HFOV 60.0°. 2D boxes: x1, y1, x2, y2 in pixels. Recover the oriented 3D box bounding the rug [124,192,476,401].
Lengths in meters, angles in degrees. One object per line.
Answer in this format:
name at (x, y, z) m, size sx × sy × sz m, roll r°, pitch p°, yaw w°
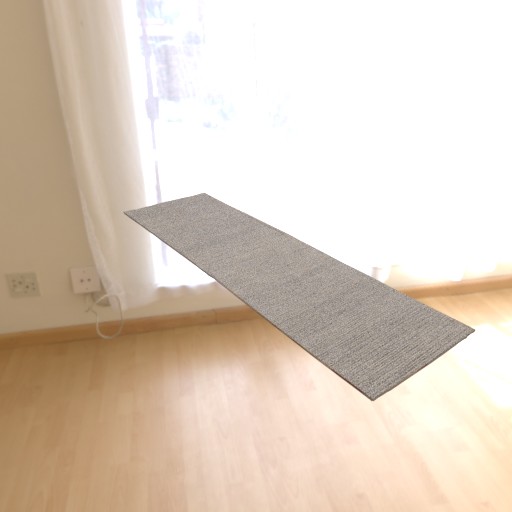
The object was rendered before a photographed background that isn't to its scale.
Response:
rug at (0.000, 0.000, 2.589) m, size 0.692 × 0.032 × 2.320 m, roll -19°, pitch 33°, yaw -32°
